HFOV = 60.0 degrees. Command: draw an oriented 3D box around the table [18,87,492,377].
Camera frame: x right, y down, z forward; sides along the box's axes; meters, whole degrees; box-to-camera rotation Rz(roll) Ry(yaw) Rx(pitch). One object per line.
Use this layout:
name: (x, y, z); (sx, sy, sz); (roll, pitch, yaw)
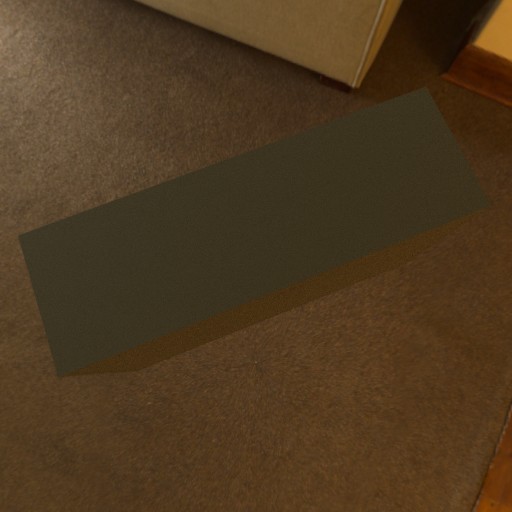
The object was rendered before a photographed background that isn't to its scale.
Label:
table: (0.000, 0.000, 1.593); (1.200, 0.855, 0.400); (-21, 77, -5)
